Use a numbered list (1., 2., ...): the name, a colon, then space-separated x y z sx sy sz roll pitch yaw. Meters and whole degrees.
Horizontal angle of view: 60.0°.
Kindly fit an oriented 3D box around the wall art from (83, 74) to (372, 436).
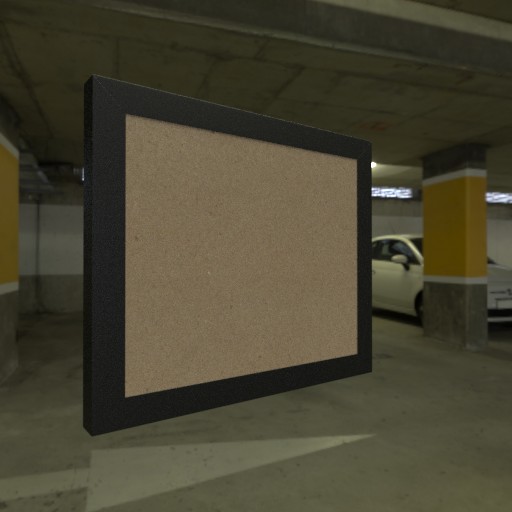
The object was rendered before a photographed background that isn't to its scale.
1. wall art: 0.000 0.000 0.516 0.381 0.321 0.028 0 -1 -36
